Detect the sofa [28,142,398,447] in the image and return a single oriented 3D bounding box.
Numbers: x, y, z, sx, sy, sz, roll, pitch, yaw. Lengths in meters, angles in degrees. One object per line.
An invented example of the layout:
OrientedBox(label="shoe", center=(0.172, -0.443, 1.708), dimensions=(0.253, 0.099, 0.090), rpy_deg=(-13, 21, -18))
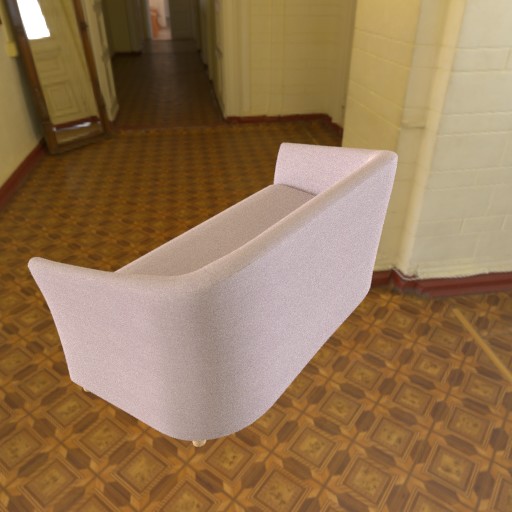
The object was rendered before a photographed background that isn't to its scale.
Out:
OrientedBox(label="sofa", center=(0.000, 0.000, 1.796), dimensions=(0.705, 0.721, 1.452), rpy_deg=(21, 38, 30))
